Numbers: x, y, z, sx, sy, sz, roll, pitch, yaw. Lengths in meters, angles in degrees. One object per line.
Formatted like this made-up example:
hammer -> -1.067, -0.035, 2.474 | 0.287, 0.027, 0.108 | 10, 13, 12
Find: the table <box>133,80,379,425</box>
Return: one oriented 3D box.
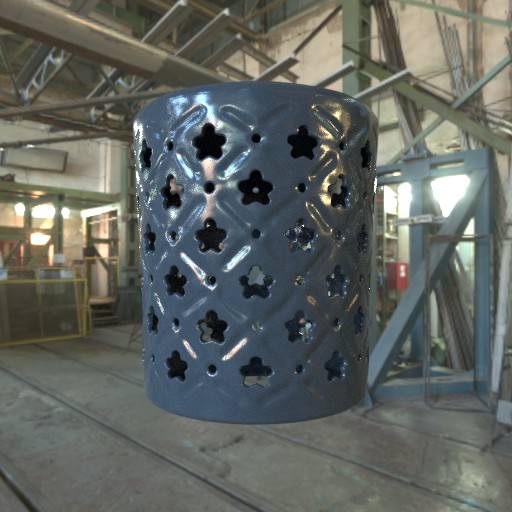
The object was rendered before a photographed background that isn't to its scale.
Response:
table -> 0.000, 0.000, 0.653 | 0.352, 0.387, 0.352 | 0, -1, 0
